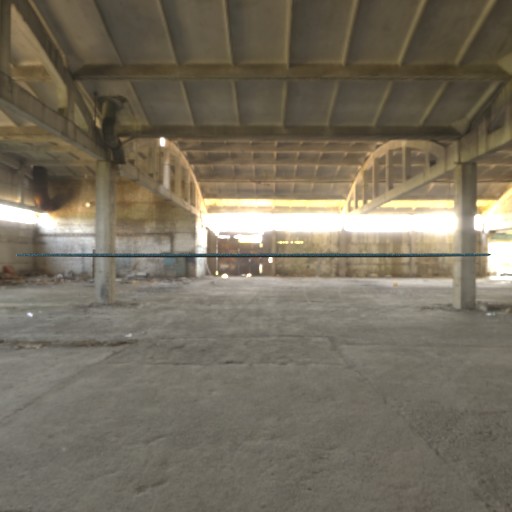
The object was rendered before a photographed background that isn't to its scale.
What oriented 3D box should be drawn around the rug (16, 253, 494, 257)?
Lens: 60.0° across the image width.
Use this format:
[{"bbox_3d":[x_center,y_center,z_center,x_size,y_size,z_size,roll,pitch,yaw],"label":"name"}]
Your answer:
[{"bbox_3d":[0.000,0.000,2.817,2.205,0.012,1.554,0,0,1],"label":"rug"}]
